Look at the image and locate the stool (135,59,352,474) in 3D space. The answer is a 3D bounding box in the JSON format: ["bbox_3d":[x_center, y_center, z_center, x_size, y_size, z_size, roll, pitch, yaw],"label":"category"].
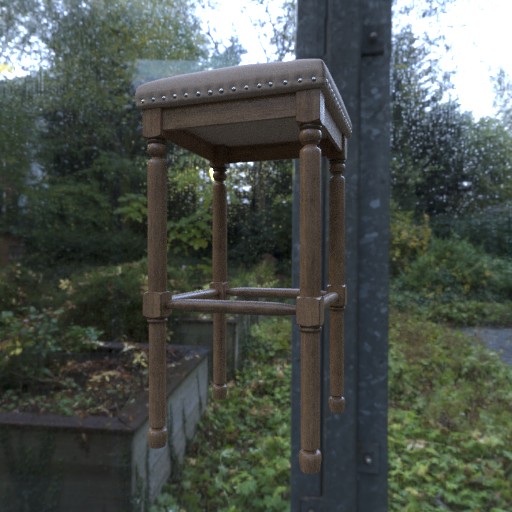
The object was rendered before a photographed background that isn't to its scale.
[{"bbox_3d":[0.000,0.000,0.996,0.382,0.768,0.383,0,0,19],"label":"stool"}]
